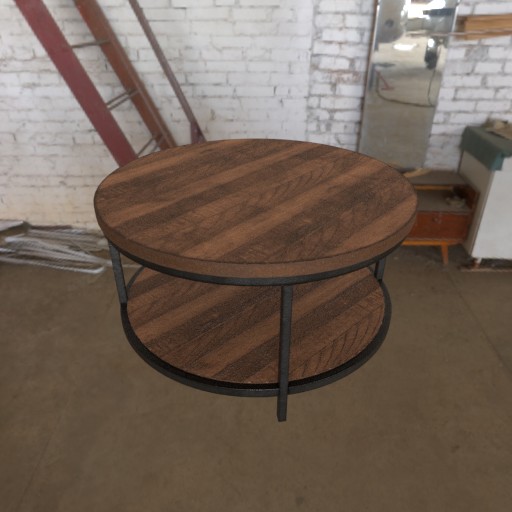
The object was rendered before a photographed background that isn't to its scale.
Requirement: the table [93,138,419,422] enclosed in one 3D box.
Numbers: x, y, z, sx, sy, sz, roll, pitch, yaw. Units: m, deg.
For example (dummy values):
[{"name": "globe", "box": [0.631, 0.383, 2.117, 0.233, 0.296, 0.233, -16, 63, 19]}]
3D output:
[{"name": "table", "box": [0.000, 0.000, 1.314, 0.837, 0.462, 0.837, 0, 31, 0]}]
